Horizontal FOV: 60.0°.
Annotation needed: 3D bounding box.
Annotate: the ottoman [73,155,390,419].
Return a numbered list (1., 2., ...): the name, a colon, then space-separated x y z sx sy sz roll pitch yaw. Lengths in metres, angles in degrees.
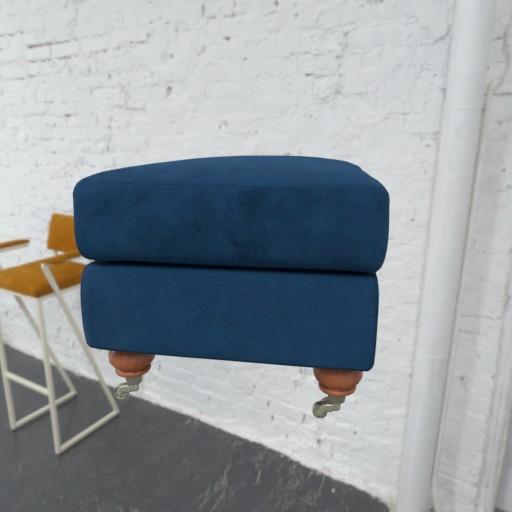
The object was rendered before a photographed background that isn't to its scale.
1. ottoman: 0.000 0.000 1.141 0.572 0.503 0.773 2 14 9
